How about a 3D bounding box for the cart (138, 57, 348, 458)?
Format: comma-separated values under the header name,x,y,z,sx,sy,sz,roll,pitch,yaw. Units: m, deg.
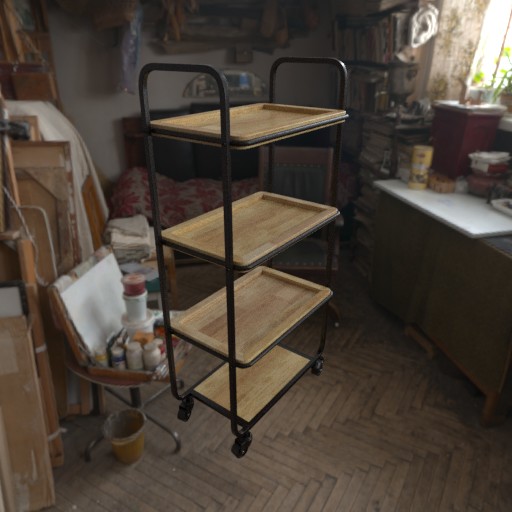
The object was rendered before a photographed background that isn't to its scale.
name,x,y,z,sx,sy,sz,roll,pitch,yaw
cart,0.000,0.000,1.334,0.321,1.080,0.545,18,31,33
